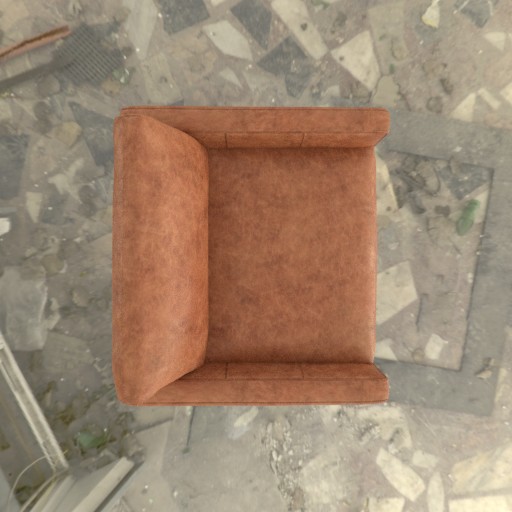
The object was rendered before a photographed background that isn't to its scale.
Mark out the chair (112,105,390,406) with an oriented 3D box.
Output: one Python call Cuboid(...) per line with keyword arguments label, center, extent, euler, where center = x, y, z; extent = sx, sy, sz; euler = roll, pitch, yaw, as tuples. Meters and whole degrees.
Cuboid(label="chair", center=(0.000, 0.000, 1.572), extent=(0.862, 0.869, 0.967), euler=(0, 91, -1))
